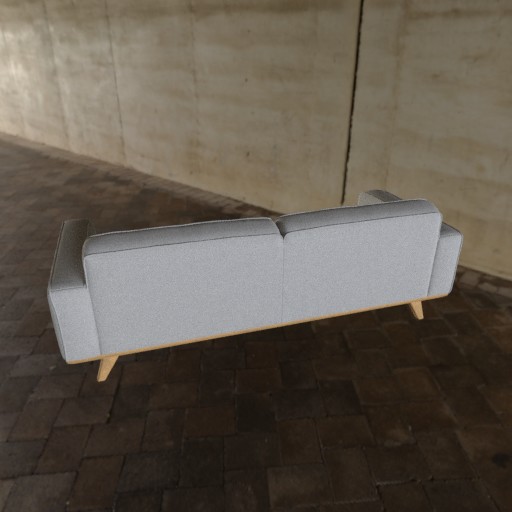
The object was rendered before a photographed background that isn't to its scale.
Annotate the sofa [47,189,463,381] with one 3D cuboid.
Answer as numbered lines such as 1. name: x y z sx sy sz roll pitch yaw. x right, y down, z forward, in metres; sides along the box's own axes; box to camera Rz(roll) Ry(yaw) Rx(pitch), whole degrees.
1. sofa: 0.000 0.000 2.736 2.270 0.781 0.956 -8 27 -15
